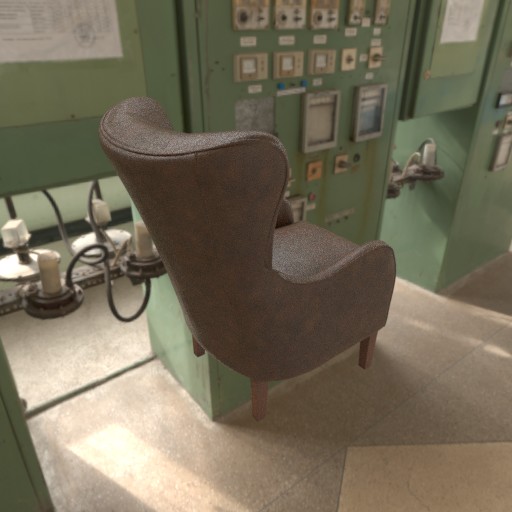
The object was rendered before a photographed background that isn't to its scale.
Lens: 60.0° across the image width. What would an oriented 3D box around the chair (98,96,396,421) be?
[{"bbox_3d":[0.000,0.000,1.576,0.914,1.048,0.692,-19,34,-32],"label":"chair"}]
